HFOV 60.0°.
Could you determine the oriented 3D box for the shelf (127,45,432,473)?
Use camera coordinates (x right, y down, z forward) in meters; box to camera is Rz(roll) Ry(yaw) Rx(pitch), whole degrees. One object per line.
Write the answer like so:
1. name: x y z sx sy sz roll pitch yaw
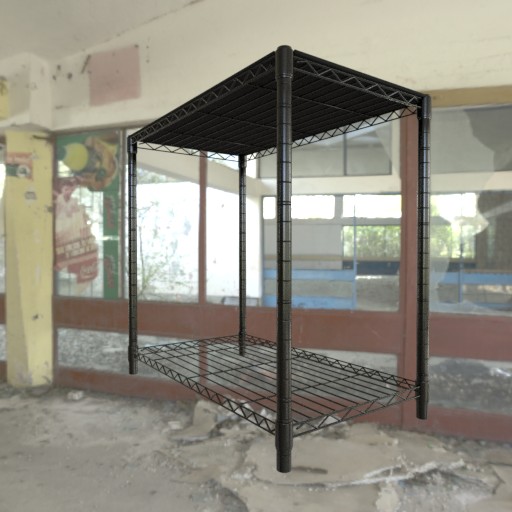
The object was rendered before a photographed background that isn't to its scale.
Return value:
1. shelf: 0.000 0.000 0.913 0.338 0.564 0.589 -1 1 -36
